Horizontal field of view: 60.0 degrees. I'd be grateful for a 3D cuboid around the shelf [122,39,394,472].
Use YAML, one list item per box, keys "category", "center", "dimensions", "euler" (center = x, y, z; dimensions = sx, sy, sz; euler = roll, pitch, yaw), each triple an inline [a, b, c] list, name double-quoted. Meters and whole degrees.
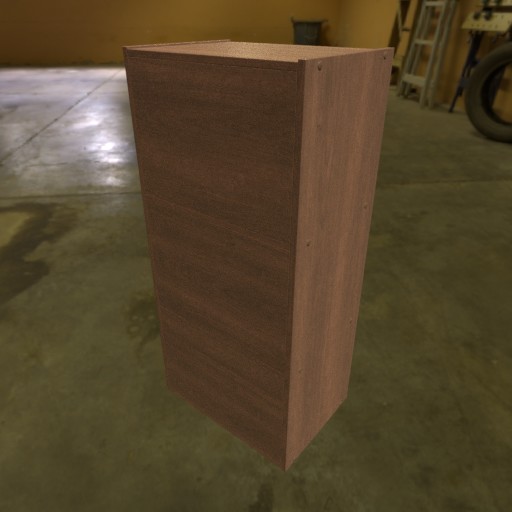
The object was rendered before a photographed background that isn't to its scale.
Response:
- category: "shelf"
  center: [0.000, 0.000, 1.029]
  dimensions: [0.414, 0.879, 0.290]
  euler: [21, 35, 33]
